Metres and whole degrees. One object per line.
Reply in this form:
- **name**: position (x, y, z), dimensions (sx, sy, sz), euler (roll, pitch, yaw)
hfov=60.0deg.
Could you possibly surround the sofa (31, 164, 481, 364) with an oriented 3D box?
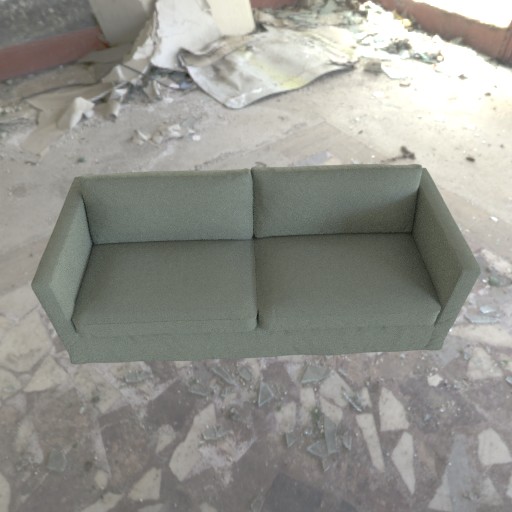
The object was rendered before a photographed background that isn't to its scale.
- **sofa**: position (0.000, 0.000, 2.738), dimensions (2.312, 0.853, 0.962), euler (-2, 46, -2)
